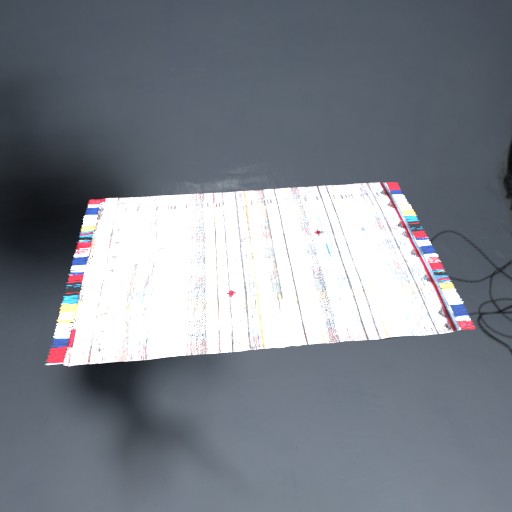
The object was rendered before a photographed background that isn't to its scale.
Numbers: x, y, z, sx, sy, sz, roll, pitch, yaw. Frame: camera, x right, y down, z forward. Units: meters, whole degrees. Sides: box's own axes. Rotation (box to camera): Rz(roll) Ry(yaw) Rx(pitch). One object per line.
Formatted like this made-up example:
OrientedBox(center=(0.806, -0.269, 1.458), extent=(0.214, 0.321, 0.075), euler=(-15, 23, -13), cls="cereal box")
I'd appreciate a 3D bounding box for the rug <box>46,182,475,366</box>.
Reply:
OrientedBox(center=(0.000, 0.000, 2.996), extent=(2.465, 0.012, 1.465), euler=(-4, 46, -4), cls="rug")
